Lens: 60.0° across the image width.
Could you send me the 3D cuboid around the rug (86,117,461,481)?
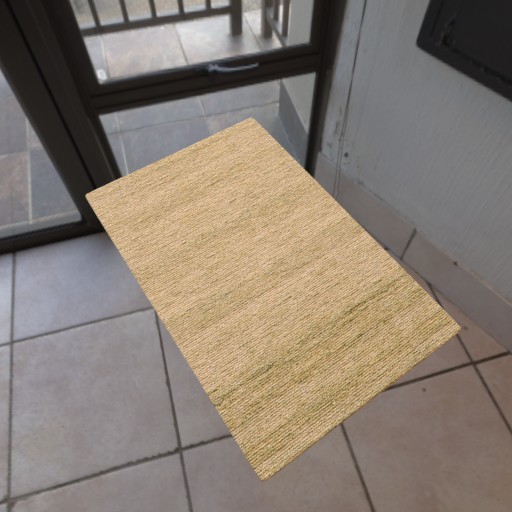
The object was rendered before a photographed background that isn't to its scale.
[{"bbox_3d":[0.000,0.000,2.283,1.143,0.010,1.758,-30,63,-17],"label":"rug"}]
